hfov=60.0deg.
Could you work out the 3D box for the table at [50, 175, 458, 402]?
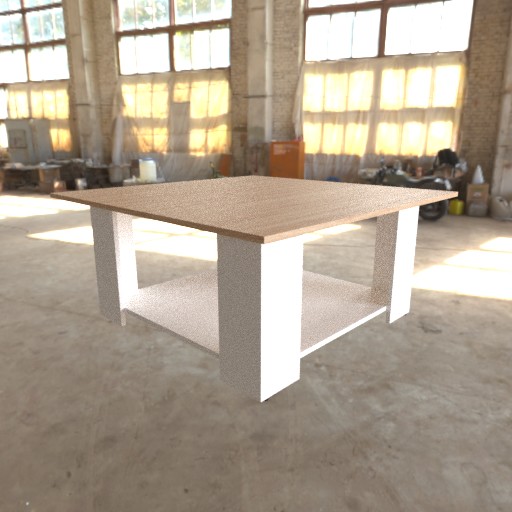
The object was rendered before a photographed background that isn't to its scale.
[{"bbox_3d":[0.000,0.000,1.067,0.670,0.305,0.670,14,20,42],"label":"table"}]
